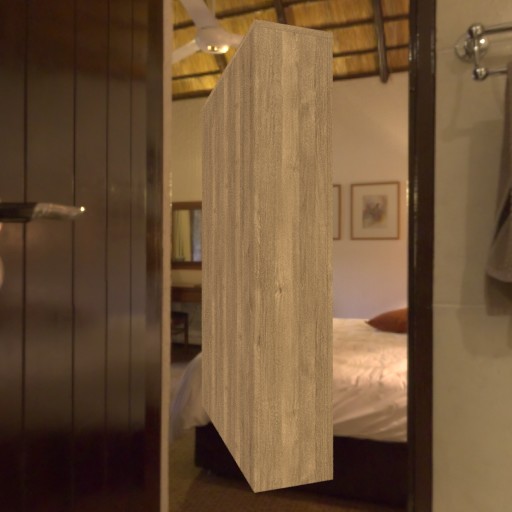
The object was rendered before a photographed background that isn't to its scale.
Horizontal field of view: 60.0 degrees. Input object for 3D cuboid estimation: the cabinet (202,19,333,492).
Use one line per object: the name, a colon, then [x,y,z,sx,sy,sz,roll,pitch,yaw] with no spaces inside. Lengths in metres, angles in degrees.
cabinet: [0.000,0.000,1.593,0.250,1.280,0.750,0,0,-18]
